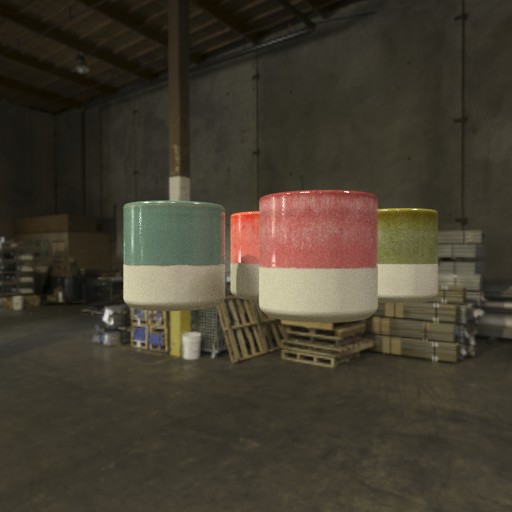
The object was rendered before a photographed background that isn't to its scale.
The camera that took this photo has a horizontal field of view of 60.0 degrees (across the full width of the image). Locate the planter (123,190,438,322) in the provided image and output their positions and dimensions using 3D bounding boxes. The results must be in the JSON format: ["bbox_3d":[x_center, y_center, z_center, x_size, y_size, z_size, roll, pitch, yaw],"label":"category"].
[{"bbox_3d":[0.000,0.000,0.403,0.286,0.075,0.257,0,0,36],"label":"planter"}]
